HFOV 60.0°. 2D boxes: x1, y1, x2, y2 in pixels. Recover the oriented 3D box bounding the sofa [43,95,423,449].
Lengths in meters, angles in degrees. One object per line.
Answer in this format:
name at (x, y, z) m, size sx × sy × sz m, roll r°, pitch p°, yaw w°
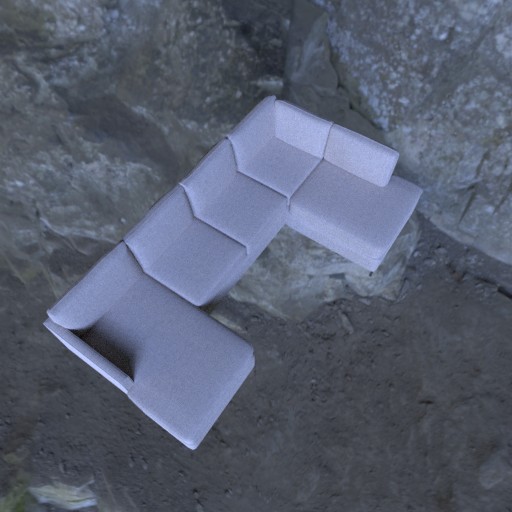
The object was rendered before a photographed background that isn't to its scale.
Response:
sofa at (0.000, 0.000, 4.315) m, size 2.021 × 0.996 × 3.423 m, roll 30°, pitch 63°, yaw 17°
